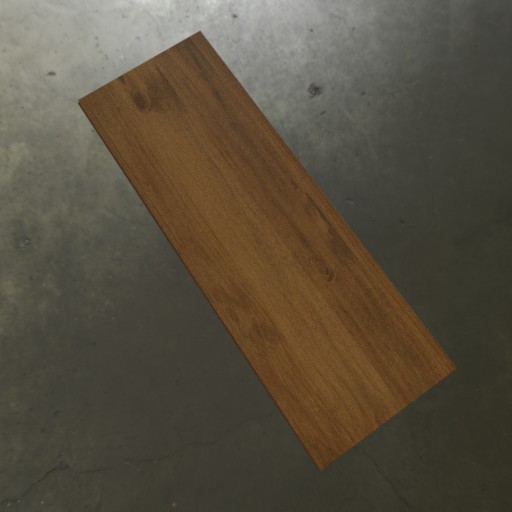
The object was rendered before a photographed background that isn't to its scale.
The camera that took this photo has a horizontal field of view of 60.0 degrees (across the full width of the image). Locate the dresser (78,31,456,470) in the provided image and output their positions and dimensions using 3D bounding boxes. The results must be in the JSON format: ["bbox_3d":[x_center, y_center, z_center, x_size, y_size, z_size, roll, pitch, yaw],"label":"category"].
[{"bbox_3d":[0.000,0.000,1.660,0.479,0.825,1.261,-33,79,-7],"label":"dresser"}]
